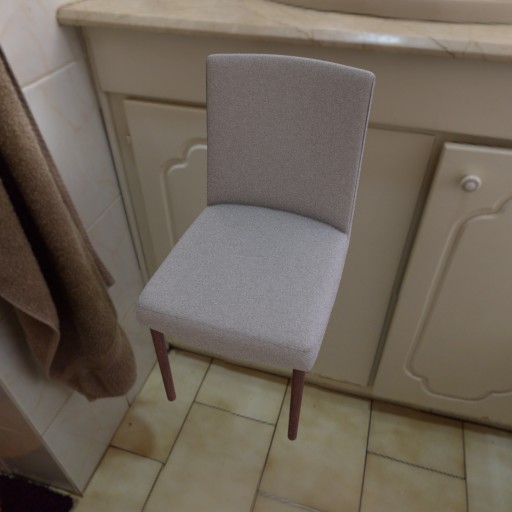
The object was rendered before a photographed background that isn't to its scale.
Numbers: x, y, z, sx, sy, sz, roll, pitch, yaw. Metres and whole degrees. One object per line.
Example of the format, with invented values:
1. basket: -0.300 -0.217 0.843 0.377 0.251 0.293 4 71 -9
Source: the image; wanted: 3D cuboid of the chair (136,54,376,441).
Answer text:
1. chair: 0.000 0.000 1.180 0.456 0.859 0.570 13 42 14
